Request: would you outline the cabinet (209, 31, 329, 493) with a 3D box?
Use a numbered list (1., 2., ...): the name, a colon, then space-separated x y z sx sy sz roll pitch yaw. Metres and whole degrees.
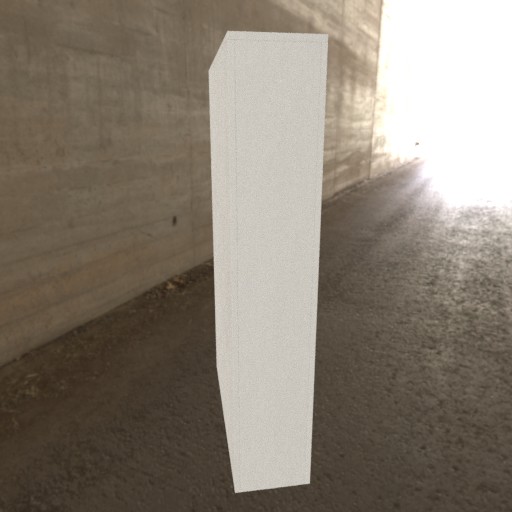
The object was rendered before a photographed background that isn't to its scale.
1. cabinet: 0.000 0.000 1.548 0.250 1.280 0.750 -3 16 -9
